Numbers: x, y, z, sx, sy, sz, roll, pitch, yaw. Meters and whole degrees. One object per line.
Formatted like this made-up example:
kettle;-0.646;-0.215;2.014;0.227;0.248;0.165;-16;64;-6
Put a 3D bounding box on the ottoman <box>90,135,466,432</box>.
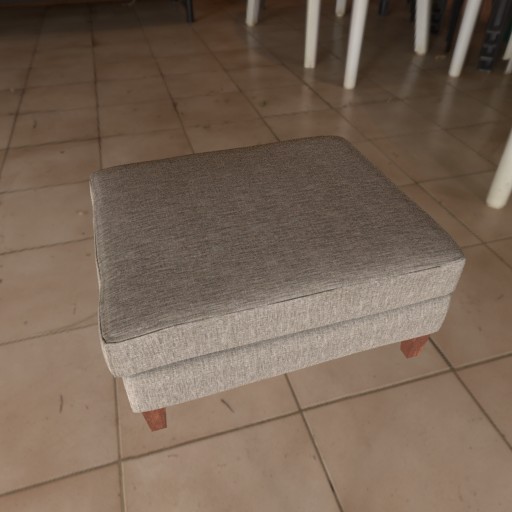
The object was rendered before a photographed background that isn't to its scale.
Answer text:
ottoman;0.000;0.000;1.512;0.994;0.492;0.839;-12;42;-13
